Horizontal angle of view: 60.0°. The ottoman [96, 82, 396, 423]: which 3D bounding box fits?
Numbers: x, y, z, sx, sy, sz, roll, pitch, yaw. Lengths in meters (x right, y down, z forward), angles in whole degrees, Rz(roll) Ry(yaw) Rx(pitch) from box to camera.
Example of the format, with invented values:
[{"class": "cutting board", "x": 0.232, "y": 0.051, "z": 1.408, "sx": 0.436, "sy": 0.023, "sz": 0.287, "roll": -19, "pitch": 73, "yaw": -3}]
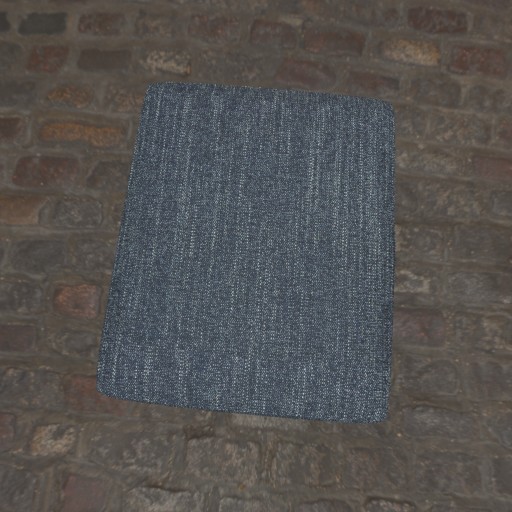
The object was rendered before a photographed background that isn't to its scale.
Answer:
[{"class": "ottoman", "x": 0.000, "y": 0.000, "z": 1.244, "sx": 0.667, "sy": 0.491, "sz": 0.814, "roll": 5, "pitch": 76, "yaw": 1}]
